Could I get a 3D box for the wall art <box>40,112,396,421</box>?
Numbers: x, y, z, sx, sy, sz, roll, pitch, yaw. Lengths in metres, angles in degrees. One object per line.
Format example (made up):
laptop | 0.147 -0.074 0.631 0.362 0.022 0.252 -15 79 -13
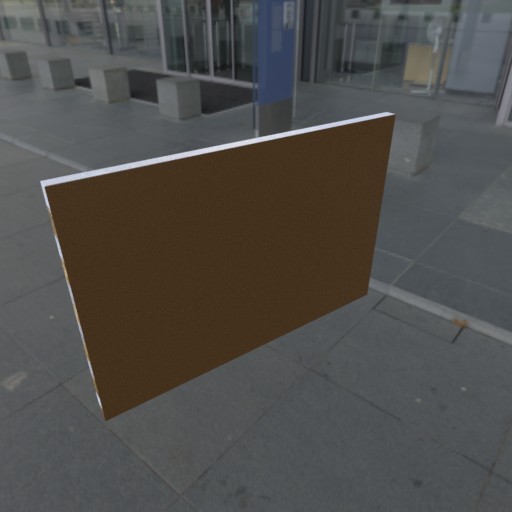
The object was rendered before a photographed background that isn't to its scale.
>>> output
wall art | 0.000 0.000 1.450 1.145 0.762 0.041 -20 36 -30
